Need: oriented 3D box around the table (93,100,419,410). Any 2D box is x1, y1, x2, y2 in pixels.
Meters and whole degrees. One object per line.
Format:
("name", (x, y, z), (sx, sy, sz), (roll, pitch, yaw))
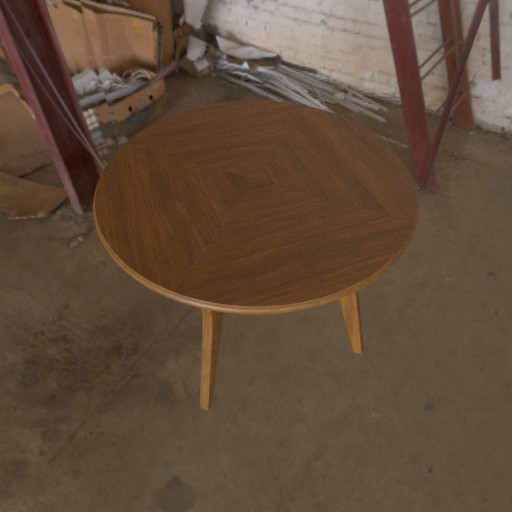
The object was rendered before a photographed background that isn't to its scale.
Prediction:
("table", (0.000, 0.000, 1.749), (1.055, 0.757, 1.055), (0, 48, 0))
